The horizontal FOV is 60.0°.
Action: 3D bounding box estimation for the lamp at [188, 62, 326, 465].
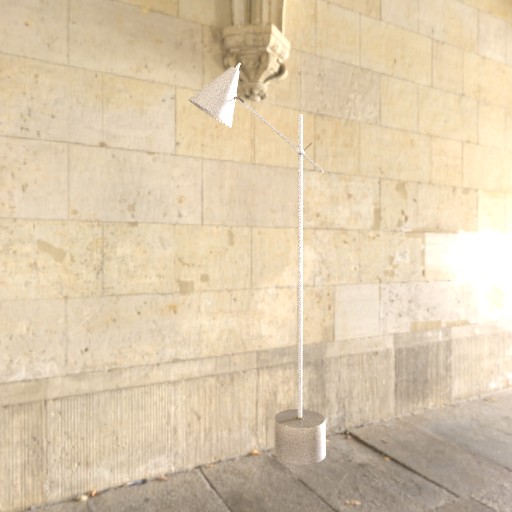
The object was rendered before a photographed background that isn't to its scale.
[{"bbox_3d":[0.000,0.000,1.635,0.508,1.430,0.223,0,1,18],"label":"lamp"}]
